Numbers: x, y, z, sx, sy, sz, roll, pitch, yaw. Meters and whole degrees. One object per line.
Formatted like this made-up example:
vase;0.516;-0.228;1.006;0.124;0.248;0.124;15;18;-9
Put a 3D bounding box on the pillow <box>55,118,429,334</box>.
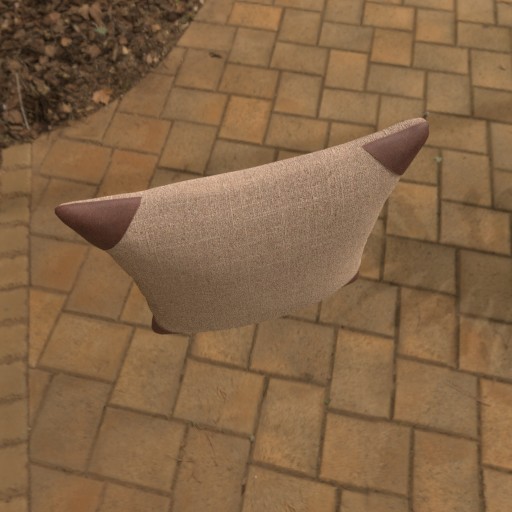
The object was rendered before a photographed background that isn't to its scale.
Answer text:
pillow;0.000;0.000;0.684;0.437;0.448;0.147;-16;65;-8
